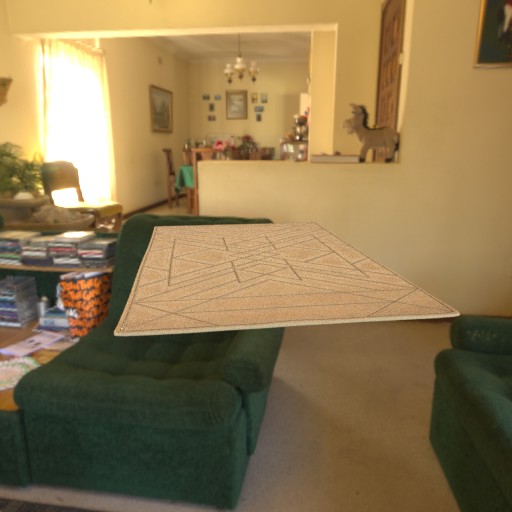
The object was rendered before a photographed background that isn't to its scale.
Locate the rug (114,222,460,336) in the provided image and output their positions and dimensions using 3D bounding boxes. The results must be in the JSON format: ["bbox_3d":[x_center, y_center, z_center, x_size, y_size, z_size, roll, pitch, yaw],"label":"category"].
[{"bbox_3d":[0.000,0.000,3.128,1.575,0.023,2.459,-2,15,-8],"label":"rug"}]
